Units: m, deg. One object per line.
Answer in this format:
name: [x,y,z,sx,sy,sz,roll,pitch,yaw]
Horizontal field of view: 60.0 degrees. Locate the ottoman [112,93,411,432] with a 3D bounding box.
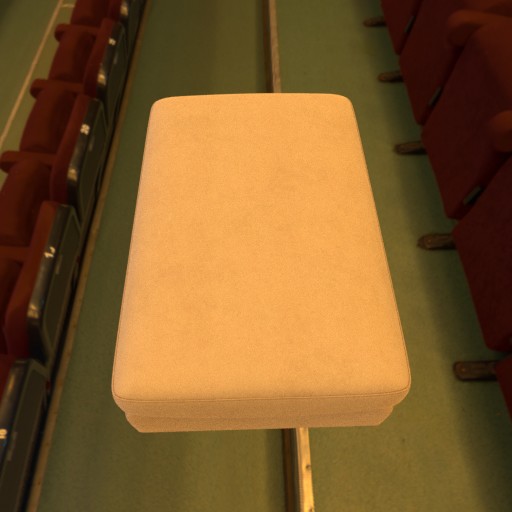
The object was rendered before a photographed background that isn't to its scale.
ottoman: [0.000,0.000,1.184,0.584,0.483,0.864,-1,58,-1]
